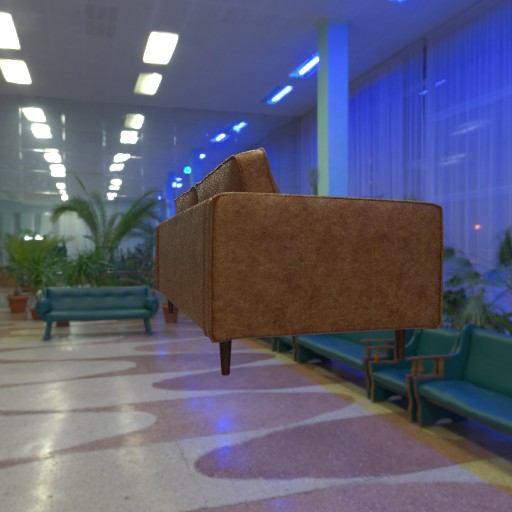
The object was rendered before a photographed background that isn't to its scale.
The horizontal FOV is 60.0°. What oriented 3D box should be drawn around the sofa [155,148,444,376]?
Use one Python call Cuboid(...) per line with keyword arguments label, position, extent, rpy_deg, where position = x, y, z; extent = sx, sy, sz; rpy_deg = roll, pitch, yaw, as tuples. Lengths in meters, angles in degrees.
Cuboid(label="sofa", position=(0.000, 0.000, 2.446), extent=(0.924, 0.825, 1.920), rpy_deg=(0, 1, -18))
